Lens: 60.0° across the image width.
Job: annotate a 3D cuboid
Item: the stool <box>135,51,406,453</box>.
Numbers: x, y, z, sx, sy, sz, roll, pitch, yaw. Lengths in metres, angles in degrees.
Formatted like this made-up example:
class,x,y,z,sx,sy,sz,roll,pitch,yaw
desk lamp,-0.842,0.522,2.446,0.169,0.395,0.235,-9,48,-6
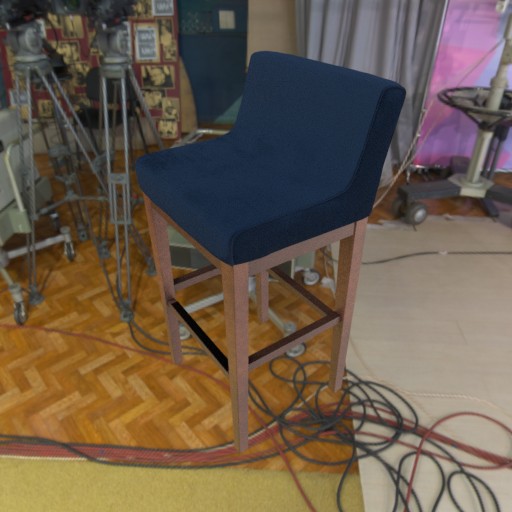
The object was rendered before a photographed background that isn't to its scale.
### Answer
class,x,y,z,sx,sy,sz,roll,pitch,yaw
stool,0.000,0.000,1.325,0.500,1.037,0.511,-22,40,-28
